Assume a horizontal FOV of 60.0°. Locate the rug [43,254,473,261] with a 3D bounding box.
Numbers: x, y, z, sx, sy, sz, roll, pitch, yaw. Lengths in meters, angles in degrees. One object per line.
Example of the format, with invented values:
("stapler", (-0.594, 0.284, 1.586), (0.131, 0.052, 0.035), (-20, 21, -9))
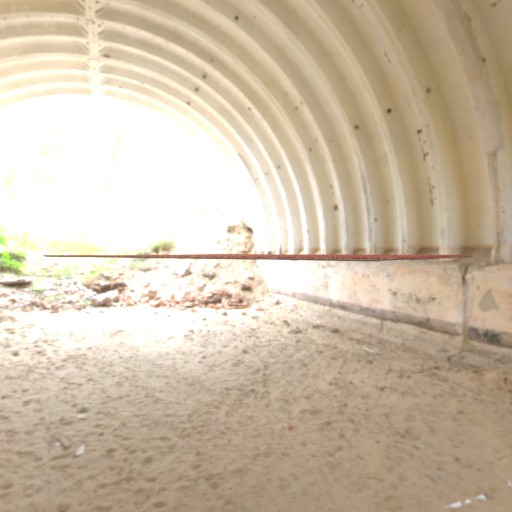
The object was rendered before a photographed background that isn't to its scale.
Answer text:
("rug", (0.000, 0.000, 4.997), (3.965, 0.025, 2.803), (0, 1, 36))
